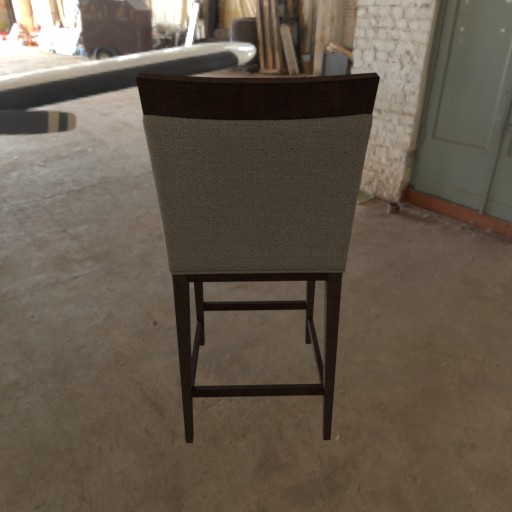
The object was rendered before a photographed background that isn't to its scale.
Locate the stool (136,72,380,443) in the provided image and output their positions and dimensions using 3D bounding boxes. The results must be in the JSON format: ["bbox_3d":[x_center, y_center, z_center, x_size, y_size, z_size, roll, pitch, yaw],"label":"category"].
[{"bbox_3d":[0.000,0.000,1.391,0.511,1.117,0.531,-1,29,-1],"label":"stool"}]
